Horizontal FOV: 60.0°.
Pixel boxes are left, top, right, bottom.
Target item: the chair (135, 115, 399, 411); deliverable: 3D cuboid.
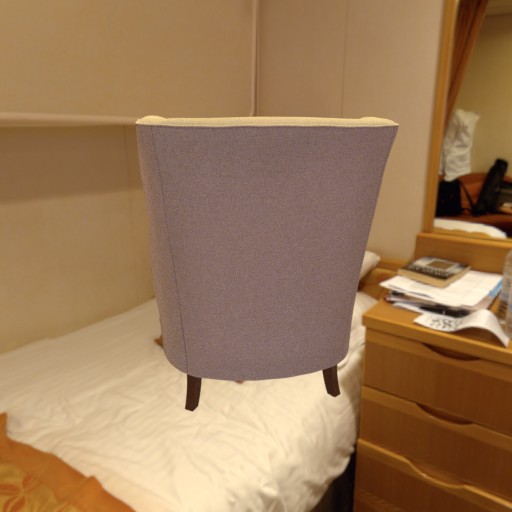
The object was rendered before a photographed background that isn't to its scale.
[{"bbox_3d":[0.000,0.000,1.750,0.838,1.040,0.966,-3,16,-9],"label":"chair"}]
